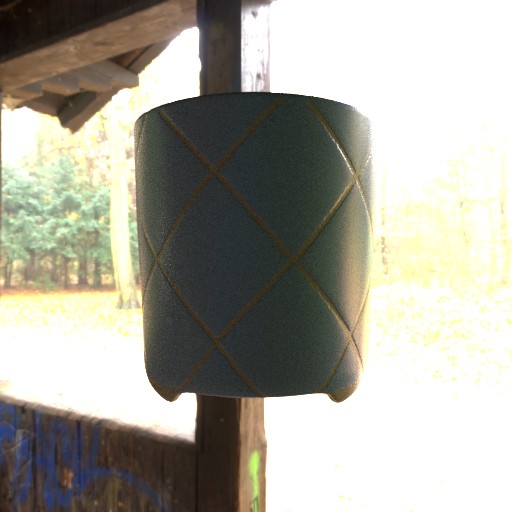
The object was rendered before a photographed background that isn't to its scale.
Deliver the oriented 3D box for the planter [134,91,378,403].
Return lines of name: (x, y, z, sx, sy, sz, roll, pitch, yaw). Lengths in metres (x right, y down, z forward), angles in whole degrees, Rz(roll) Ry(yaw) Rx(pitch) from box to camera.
planter: (0.000, 0.000, 0.427, 0.227, 0.235, 0.227, 0, 0, 0)
